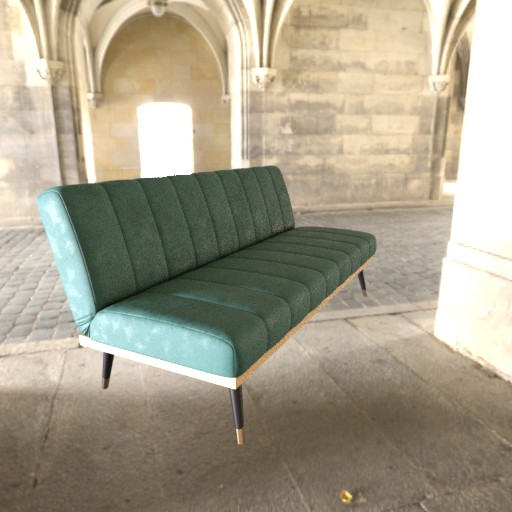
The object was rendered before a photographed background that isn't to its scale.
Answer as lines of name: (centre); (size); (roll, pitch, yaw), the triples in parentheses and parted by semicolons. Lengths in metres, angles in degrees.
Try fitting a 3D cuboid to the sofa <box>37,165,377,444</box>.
sofa: (0.000, 0.000, 2.246); (0.830, 0.820, 1.810); (7, 16, 27)
